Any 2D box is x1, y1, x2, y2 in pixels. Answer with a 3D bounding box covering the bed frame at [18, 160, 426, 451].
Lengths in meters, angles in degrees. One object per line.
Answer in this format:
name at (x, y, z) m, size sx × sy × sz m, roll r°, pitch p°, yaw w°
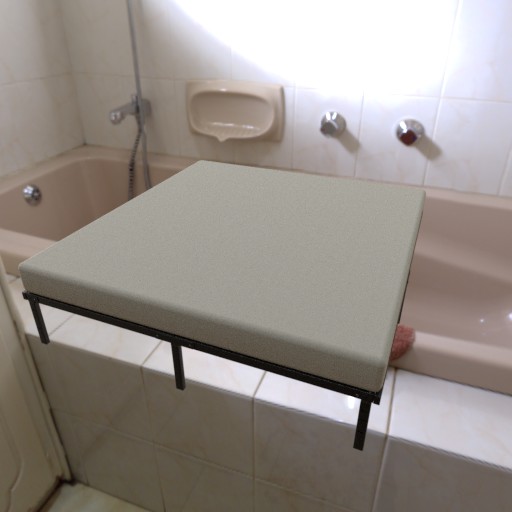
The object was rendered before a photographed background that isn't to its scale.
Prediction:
bed frame at (0.000, 0.000, 3.835) m, size 2.526 × 0.680 × 2.635 m, roll 12°, pitch 31°, yaw 20°
